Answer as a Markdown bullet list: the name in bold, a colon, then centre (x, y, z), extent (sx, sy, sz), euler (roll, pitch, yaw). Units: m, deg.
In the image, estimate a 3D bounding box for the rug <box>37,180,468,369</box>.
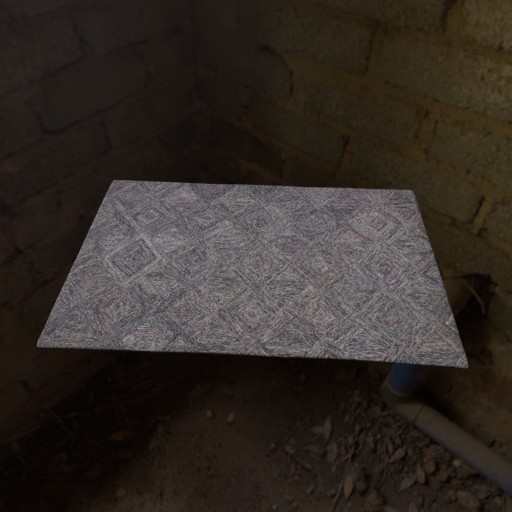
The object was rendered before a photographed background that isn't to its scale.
- **rug**: centre (0.000, 0.000, 2.181), extent (1.752, 0.013, 1.158), euler (2, 46, 2)
